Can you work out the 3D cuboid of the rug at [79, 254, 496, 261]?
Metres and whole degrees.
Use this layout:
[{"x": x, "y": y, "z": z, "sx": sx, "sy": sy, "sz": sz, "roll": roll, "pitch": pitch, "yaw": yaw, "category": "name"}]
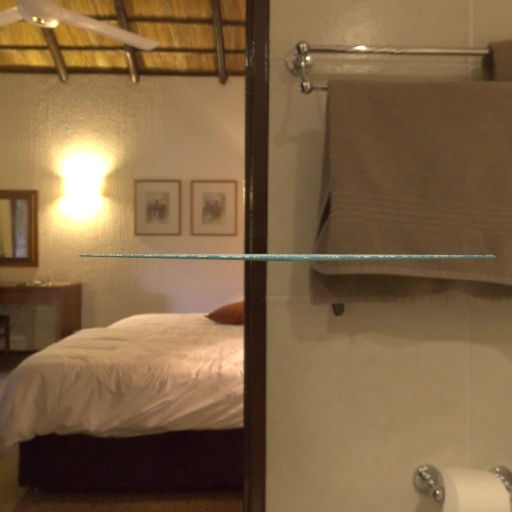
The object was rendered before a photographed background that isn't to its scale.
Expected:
[{"x": 0.000, "y": 0.000, "z": 2.267, "sx": 1.211, "sy": 0.012, "sz": 1.833, "roll": 0, "pitch": 1, "yaw": -38, "category": "rug"}]
